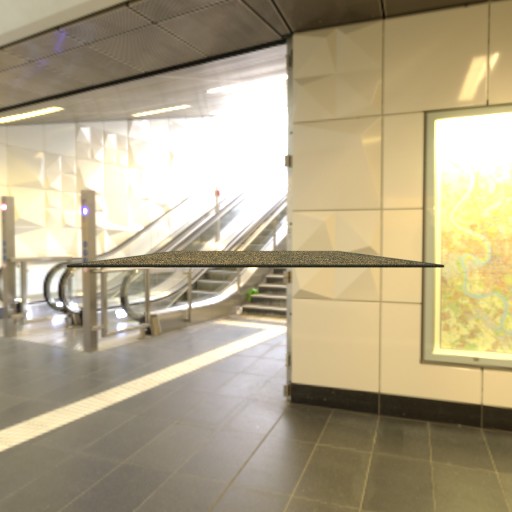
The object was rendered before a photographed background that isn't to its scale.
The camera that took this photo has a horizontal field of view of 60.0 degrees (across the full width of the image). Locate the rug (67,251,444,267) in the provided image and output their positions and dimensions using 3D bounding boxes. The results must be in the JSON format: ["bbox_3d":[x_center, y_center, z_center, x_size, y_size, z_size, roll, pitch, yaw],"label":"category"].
[{"bbox_3d":[0.000,0.000,2.334,1.219,0.010,1.829,0,2,0],"label":"rug"}]
